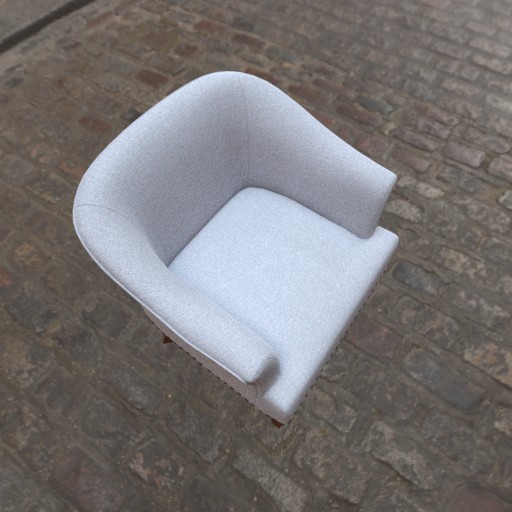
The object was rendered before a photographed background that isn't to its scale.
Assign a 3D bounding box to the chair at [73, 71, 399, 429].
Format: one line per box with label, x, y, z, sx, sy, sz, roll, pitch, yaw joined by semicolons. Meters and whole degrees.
chair;0.000;0.000;1.409;0.704;0.815;0.798;30;62;18
